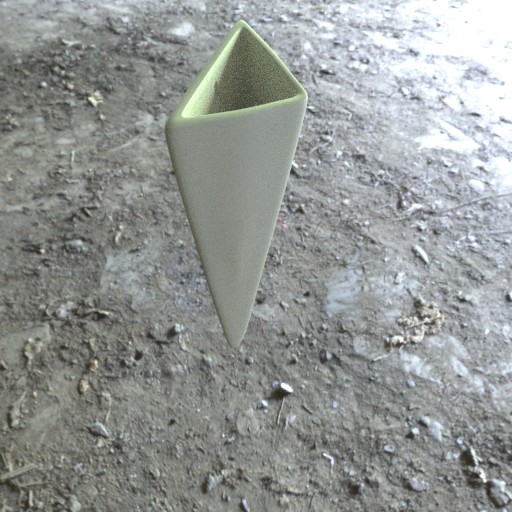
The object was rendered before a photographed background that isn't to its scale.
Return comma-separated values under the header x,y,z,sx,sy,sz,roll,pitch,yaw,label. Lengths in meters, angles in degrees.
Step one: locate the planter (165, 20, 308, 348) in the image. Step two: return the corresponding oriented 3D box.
x,y,z,sx,sy,sz,roll,pitch,yaw,label
0.000,0.000,0.391,0.065,0.338,0.143,11,50,9,planter
